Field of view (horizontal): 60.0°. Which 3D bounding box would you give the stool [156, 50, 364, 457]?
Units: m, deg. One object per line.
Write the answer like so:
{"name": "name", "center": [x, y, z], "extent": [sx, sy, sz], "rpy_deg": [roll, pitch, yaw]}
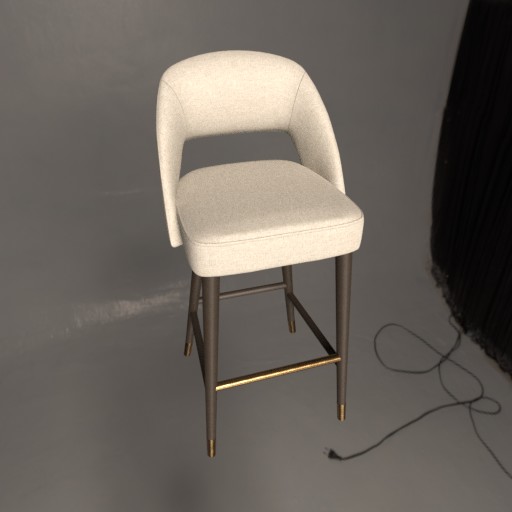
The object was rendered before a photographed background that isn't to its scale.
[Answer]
{"name": "stool", "center": [0.000, 0.000, 1.297], "extent": [0.494, 1.037, 0.509], "rpy_deg": [-10, 34, -14]}
